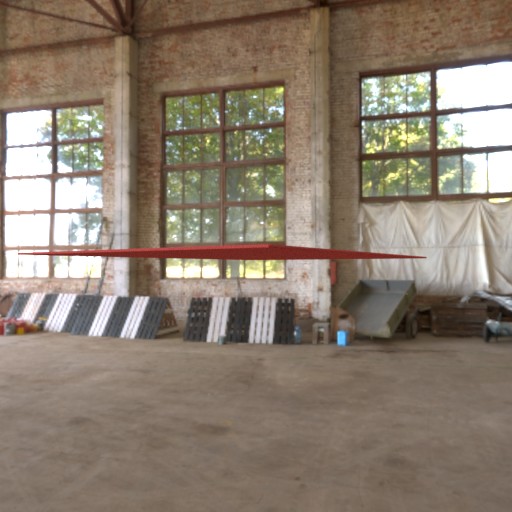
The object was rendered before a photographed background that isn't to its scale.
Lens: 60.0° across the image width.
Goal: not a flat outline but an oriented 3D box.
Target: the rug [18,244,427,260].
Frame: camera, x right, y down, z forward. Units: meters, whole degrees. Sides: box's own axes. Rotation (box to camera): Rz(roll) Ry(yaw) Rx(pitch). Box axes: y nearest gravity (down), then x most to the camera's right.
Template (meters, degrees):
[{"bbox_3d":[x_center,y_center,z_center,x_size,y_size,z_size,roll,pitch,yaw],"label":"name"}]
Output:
[{"bbox_3d":[0.000,0.000,2.846,1.593,0.013,2.211,-1,-2,34],"label":"rug"}]
